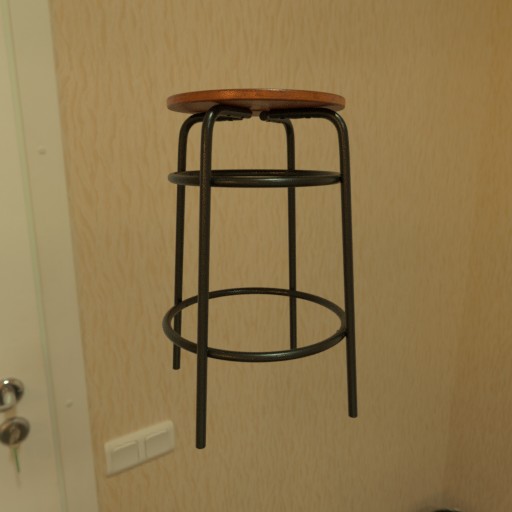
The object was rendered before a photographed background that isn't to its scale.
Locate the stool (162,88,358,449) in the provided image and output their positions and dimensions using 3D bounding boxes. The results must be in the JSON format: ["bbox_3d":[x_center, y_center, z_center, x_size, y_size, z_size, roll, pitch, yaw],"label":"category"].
[{"bbox_3d":[0.000,0.000,0.915,0.455,0.610,0.455,7,15,26],"label":"stool"}]
